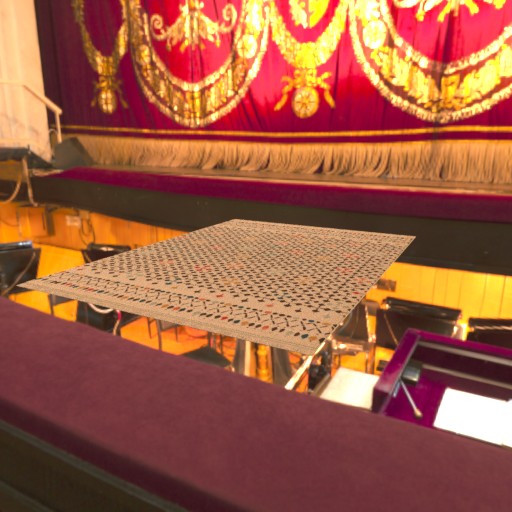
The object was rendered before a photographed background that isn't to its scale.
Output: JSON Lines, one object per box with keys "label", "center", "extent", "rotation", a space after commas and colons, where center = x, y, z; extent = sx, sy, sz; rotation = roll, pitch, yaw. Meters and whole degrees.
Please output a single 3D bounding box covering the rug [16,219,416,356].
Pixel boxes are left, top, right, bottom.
{"label": "rug", "center": [0.000, 0.000, 2.015], "extent": [1.146, 0.006, 1.556], "rotation": [8, 17, 27]}
